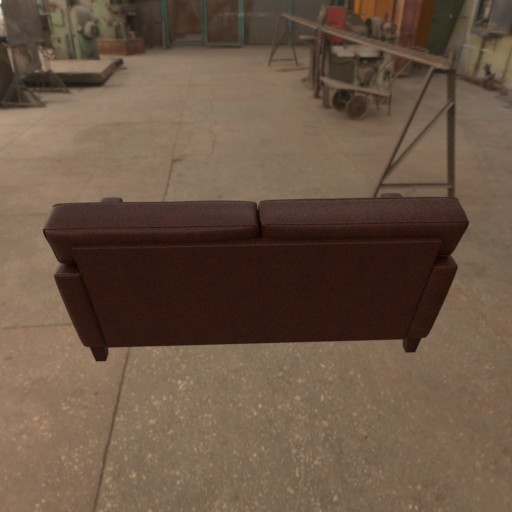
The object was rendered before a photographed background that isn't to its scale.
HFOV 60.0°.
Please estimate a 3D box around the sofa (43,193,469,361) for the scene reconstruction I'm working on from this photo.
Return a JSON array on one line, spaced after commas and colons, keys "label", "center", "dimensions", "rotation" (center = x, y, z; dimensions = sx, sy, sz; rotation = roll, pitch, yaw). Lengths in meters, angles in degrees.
[{"label": "sofa", "center": [0.000, 0.000, 2.418], "dimensions": [1.876, 0.928, 0.912], "rotation": [-1, 31, -2]}]
